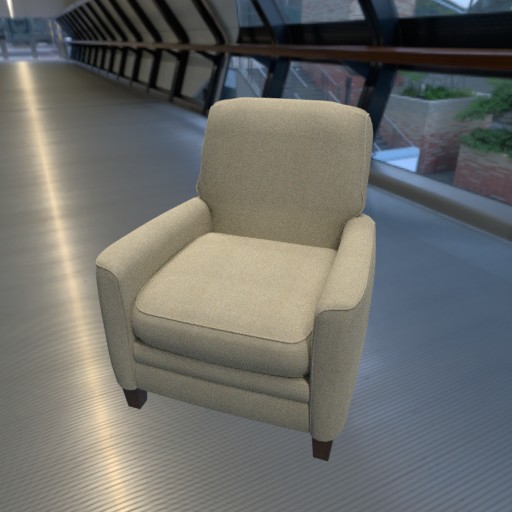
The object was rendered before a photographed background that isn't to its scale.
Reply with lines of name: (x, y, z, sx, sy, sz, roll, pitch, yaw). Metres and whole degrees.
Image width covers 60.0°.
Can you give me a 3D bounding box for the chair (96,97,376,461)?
chair: (0.000, 0.000, 1.625, 0.850, 1.006, 0.853, 9, 28, 16)
